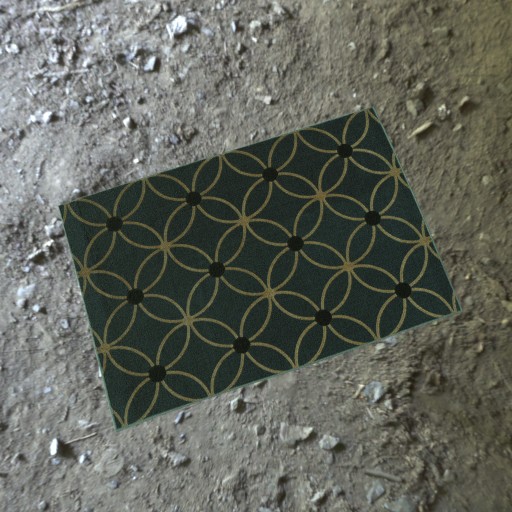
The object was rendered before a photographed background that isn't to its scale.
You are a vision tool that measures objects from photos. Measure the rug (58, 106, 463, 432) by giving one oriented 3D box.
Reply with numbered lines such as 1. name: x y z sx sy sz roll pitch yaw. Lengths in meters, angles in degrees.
1. rug: 0.000 0.000 2.884 2.284 0.008 1.522 -18 78 -4
